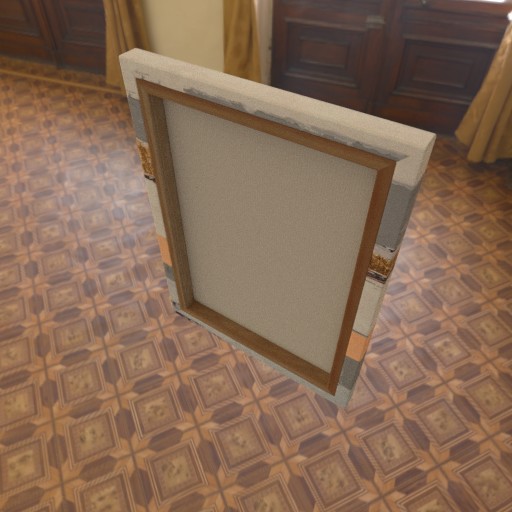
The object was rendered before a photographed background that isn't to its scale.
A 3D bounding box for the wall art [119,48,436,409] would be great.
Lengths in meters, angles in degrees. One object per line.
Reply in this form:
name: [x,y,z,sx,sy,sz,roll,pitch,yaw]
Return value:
wall art: [0.000,0.000,0.784,0.456,0.609,0.038,25,51,23]
